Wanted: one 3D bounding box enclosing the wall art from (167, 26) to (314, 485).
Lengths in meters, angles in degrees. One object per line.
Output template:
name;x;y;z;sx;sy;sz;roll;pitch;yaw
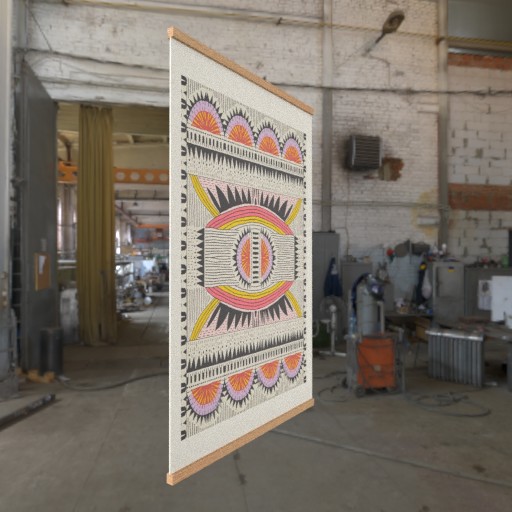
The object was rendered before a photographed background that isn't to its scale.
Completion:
wall art;0.000;0.000;1.895;0.028;1.533;0.999;0;0;35
